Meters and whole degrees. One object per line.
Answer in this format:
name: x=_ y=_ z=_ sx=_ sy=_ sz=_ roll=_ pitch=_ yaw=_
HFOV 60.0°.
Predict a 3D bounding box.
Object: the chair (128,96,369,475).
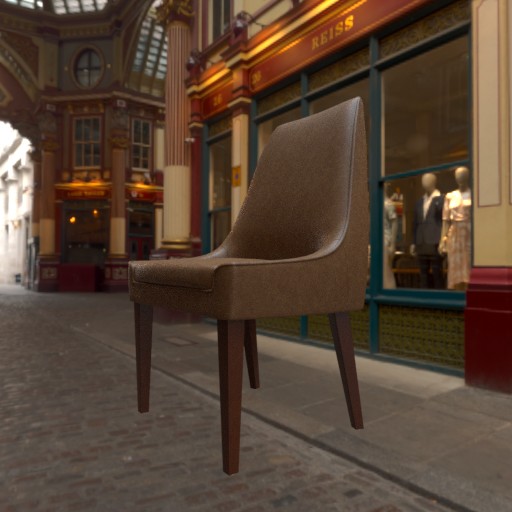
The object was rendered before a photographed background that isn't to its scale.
chair: x=0.000 y=0.000 z=1.188 sx=0.544 sy=0.861 sz=0.529 roll=0 pitch=-1 yaw=-37
